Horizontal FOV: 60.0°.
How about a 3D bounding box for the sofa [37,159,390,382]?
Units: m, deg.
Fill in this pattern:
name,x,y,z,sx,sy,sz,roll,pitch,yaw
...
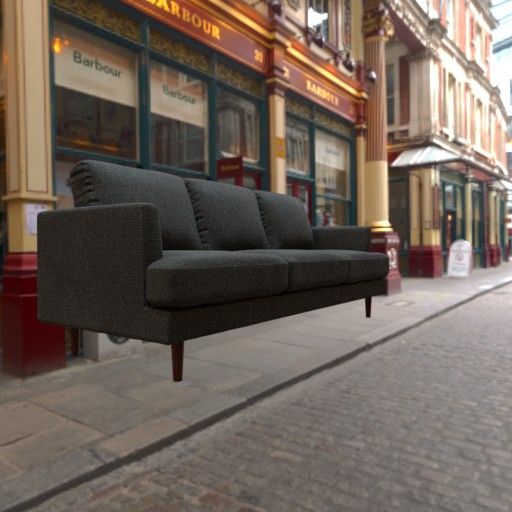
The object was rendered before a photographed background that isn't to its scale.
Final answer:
name,x,y,z,sx,sy,sz,roll,pitch,yaw
sofa,0.000,0.000,2.677,0.903,0.930,2.246,1,1,36
